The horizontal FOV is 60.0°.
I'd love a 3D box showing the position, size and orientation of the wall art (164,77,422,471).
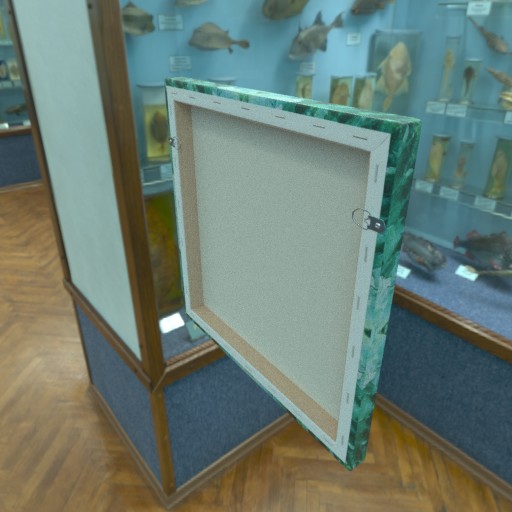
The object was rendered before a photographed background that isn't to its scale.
[{"bbox_3d":[0.000,0.000,0.729,0.038,0.508,0.507,-19,33,-32],"label":"wall art"}]
